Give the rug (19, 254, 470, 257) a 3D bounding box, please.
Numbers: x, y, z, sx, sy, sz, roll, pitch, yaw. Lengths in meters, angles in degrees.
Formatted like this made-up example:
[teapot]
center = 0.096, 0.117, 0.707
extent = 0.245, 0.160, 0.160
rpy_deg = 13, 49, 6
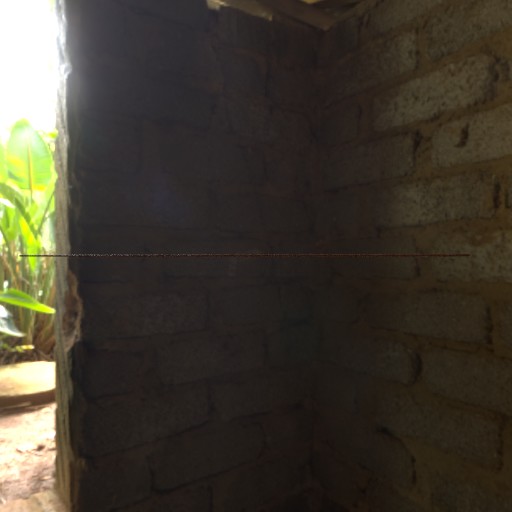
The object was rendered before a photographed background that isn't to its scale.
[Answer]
[rug]
center = 0.000, 0.000, 2.272
extent = 1.828, 0.007, 1.217
rpy_deg = 0, 0, 18
